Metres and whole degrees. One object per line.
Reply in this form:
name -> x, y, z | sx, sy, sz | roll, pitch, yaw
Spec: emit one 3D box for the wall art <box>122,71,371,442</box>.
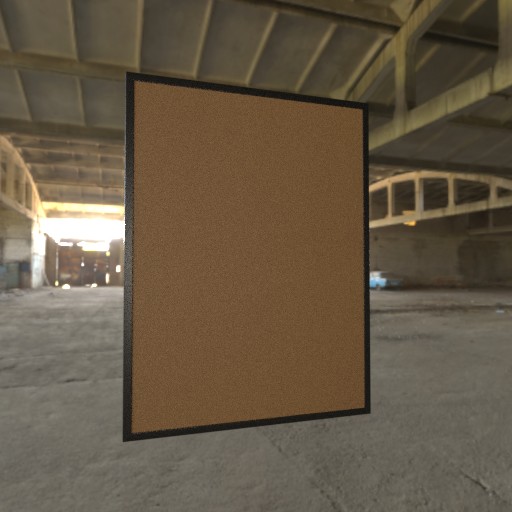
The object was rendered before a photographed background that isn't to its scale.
wall art -> 0.000, 0.000, 1.408 | 0.804, 1.061, 0.039 | 1, -2, -18
